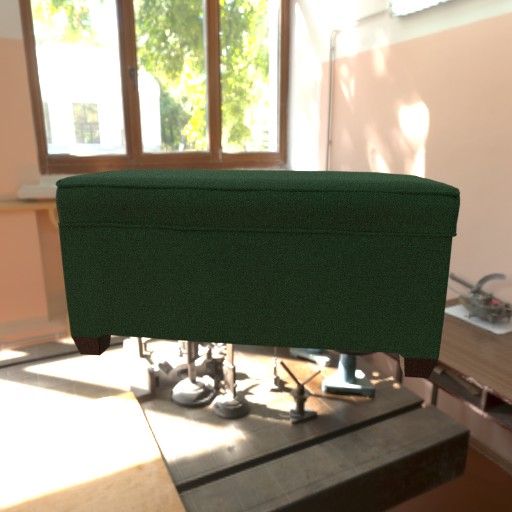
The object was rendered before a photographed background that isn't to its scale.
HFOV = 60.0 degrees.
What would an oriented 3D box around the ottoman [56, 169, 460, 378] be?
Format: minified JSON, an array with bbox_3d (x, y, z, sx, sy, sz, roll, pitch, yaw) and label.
[{"bbox_3d":[0.000,0.000,1.252,0.957,0.471,0.483,2,15,8],"label":"ottoman"}]
